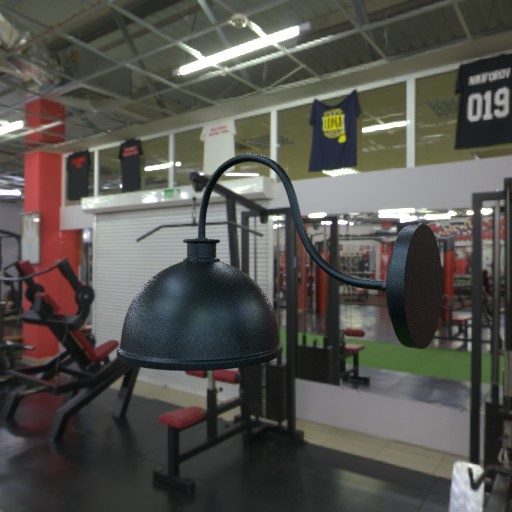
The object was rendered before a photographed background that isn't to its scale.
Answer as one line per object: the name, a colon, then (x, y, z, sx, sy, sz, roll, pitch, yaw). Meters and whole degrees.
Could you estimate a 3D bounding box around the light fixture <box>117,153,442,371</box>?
light fixture: (0.000, 0.000, 0.627, 0.467, 0.295, 0.253, 0, -1, 37)
